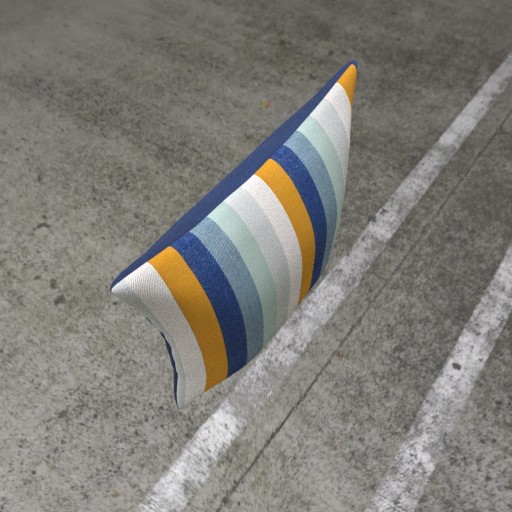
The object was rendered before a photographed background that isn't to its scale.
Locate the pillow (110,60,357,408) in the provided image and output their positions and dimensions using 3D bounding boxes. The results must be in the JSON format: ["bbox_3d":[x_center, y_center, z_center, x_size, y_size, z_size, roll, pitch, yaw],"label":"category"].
[{"bbox_3d":[0.000,0.000,0.717,0.173,0.454,0.463,33,63,19],"label":"pillow"}]
